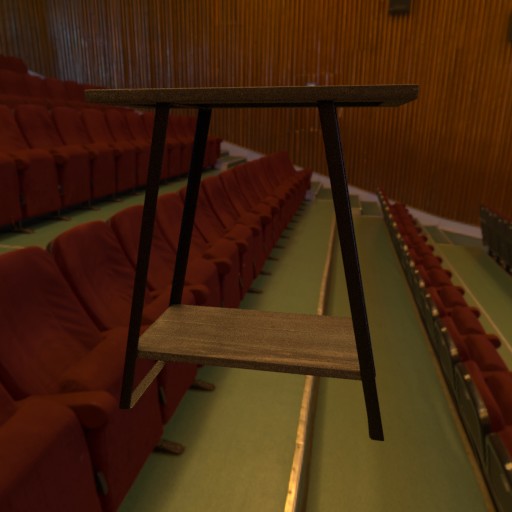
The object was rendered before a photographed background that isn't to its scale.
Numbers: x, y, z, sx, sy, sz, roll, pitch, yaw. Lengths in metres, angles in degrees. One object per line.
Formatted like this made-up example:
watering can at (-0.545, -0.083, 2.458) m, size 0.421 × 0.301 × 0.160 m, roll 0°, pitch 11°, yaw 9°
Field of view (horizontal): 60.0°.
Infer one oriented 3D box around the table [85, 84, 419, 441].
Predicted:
table at (0.000, 0.000, 1.015) m, size 0.599 × 0.701 × 0.300 m, roll 3°, pitch 16°, yaw 10°
